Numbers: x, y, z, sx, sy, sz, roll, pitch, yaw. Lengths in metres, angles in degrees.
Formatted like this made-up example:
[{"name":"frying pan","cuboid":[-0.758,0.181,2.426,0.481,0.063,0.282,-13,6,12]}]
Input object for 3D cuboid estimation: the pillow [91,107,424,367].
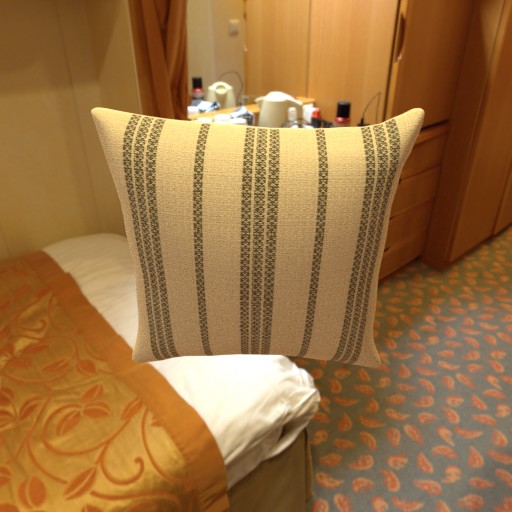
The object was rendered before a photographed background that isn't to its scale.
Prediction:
[{"name":"pillow","cuboid":[0.000,0.000,0.629,0.405,0.406,0.173,1,29,1]}]
